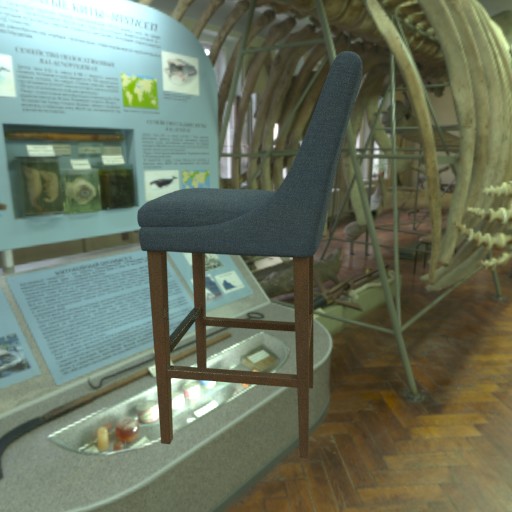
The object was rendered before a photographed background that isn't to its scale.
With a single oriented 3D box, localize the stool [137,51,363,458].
[{"bbox_3d":[0.000,0.000,1.364,0.577,1.078,0.470,2,14,9],"label":"stool"}]
